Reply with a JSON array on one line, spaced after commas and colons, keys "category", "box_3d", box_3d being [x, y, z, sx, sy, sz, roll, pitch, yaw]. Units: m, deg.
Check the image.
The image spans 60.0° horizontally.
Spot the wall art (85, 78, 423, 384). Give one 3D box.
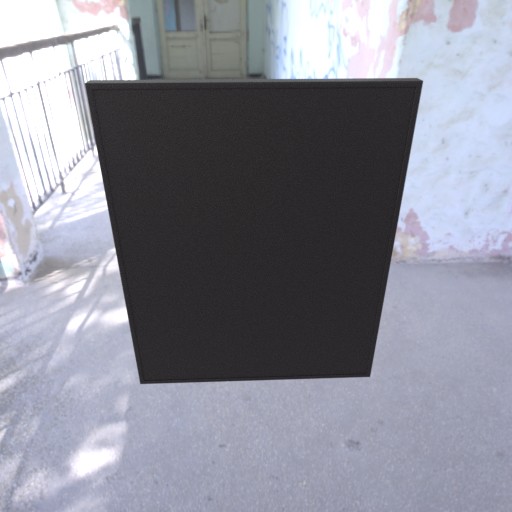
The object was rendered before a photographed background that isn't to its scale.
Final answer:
[{"category": "wall art", "box_3d": [0.000, 0.000, 0.740, 0.451, 0.551, 0.028, -1, 30, -2]}]
